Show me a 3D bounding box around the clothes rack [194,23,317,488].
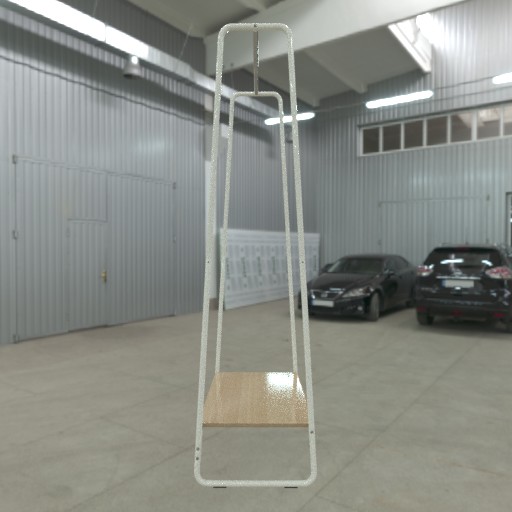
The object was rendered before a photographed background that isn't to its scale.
[{"bbox_3d":[0.000,0.000,1.745,0.400,1.500,0.640,0,1,0],"label":"clothes rack"}]
